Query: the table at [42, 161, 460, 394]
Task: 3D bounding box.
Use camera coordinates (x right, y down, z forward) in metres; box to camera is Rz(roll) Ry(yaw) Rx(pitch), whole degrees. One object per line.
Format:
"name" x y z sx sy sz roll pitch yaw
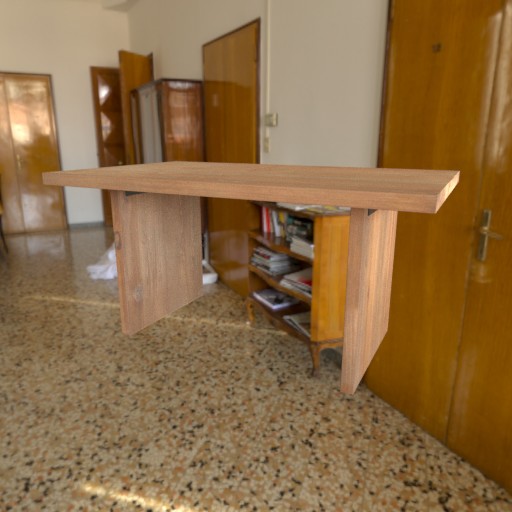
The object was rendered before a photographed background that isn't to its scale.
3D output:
"table" 0.000 0.000 2.080 1.609 0.780 0.946 8 17 26
